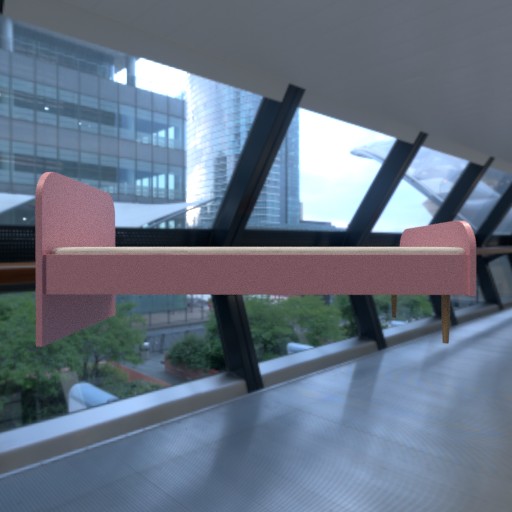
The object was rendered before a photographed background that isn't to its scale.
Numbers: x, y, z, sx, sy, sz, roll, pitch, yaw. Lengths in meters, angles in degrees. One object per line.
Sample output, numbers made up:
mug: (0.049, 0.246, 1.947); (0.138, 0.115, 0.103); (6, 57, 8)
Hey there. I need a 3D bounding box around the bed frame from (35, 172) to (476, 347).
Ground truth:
bed frame: (0.000, 0.000, 2.473); (1.963, 0.805, 0.998); (0, 1, 1)
